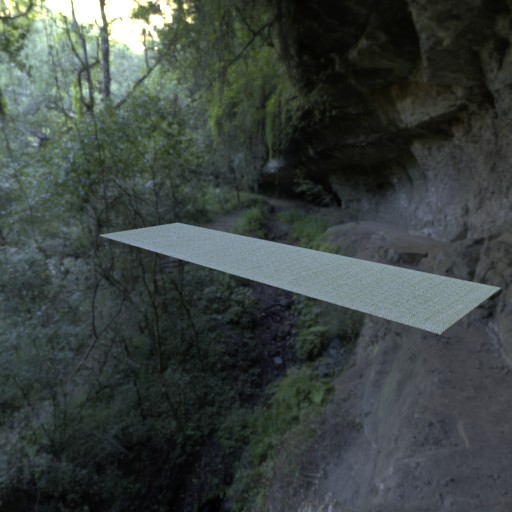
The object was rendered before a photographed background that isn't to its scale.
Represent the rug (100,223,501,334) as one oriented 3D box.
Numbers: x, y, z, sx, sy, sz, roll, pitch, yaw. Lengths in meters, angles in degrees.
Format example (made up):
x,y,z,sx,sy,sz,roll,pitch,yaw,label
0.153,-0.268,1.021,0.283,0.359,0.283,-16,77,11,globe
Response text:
x,y,z,sx,sy,sz,roll,pitch,yaw,label
0.000,0.000,2.598,2.437,0.006,0.686,13,20,42,rug
